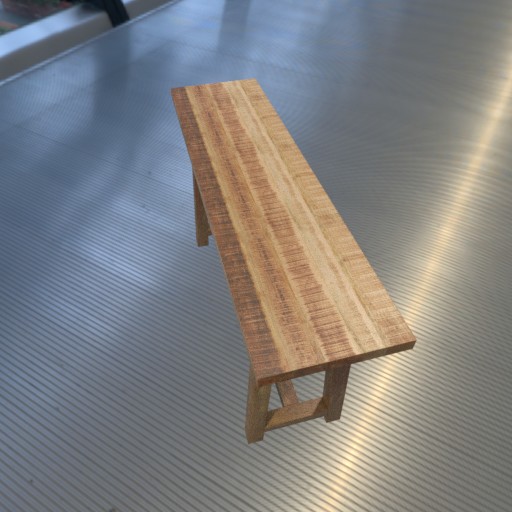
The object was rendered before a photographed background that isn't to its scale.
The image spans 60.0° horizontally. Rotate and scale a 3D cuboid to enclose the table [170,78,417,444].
[{"bbox_3d":[0.000,0.000,1.852,0.405,0.810,1.524,-11,47,-10],"label":"table"}]
